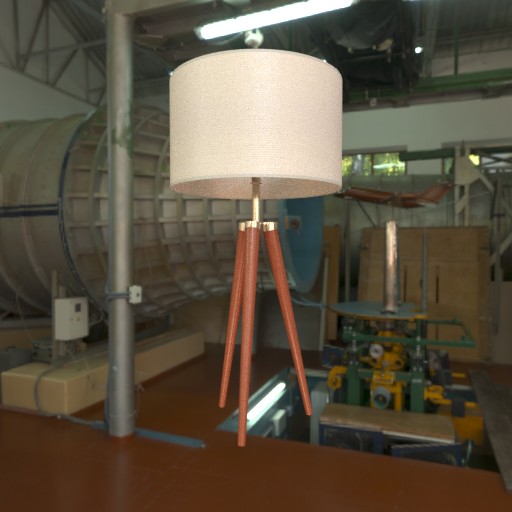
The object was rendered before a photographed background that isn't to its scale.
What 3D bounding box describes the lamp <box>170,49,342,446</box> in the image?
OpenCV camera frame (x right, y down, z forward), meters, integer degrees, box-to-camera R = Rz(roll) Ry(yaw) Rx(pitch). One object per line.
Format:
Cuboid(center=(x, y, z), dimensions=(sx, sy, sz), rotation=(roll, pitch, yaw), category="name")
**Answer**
Cuboid(center=(0.000, 0.000, 0.934), dimensions=(0.355, 0.709, 0.354), rotation=(-1, 1, -35), category="lamp")
